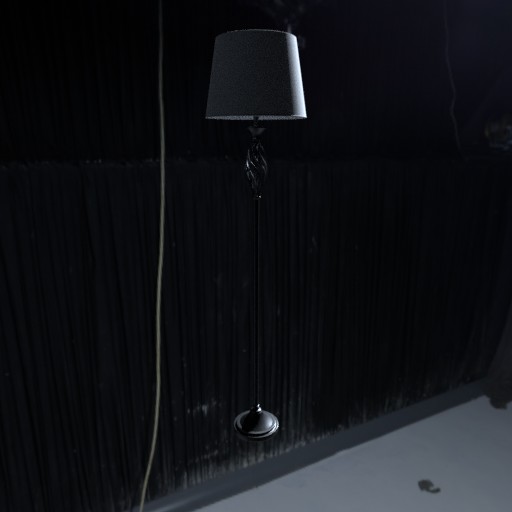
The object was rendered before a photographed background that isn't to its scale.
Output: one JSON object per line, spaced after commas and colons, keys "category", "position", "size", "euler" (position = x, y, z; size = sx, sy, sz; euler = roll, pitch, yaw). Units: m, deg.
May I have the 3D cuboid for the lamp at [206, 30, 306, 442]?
{"category": "lamp", "position": [0.000, 0.000, 1.812], "size": [0.379, 1.623, 0.379], "euler": [0, 15, 0]}
